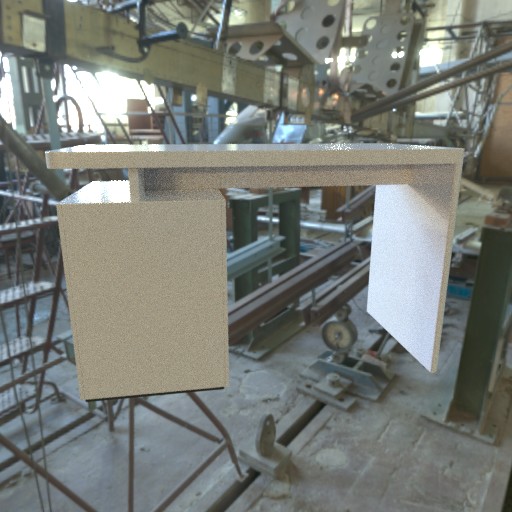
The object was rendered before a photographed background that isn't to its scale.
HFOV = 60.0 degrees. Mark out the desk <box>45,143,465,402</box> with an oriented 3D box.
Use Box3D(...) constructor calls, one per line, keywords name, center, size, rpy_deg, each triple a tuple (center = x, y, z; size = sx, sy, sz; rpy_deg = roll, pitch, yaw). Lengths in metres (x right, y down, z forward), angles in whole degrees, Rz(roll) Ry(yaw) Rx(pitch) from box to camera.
Box3D(name="desk", center=(0.000, 0.000, 1.585), size=(1.200, 0.760, 0.550), rpy_deg=(-3, 16, -9))
